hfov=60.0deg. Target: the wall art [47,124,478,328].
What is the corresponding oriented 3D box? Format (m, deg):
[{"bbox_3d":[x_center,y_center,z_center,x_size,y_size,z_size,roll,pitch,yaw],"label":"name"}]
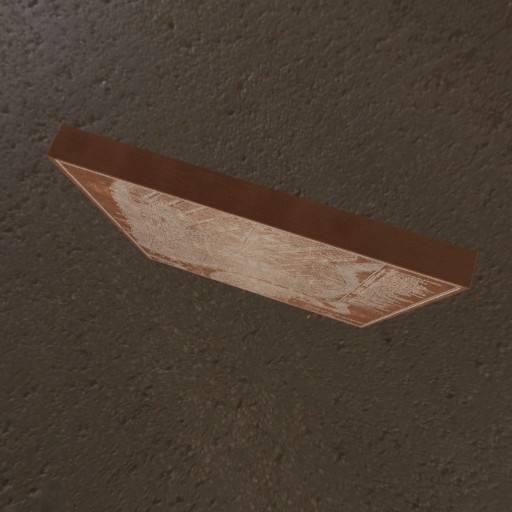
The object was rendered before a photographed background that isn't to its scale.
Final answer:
[{"bbox_3d":[0.000,0.000,0.599,0.403,0.403,0.035,18,77,4],"label":"wall art"}]
